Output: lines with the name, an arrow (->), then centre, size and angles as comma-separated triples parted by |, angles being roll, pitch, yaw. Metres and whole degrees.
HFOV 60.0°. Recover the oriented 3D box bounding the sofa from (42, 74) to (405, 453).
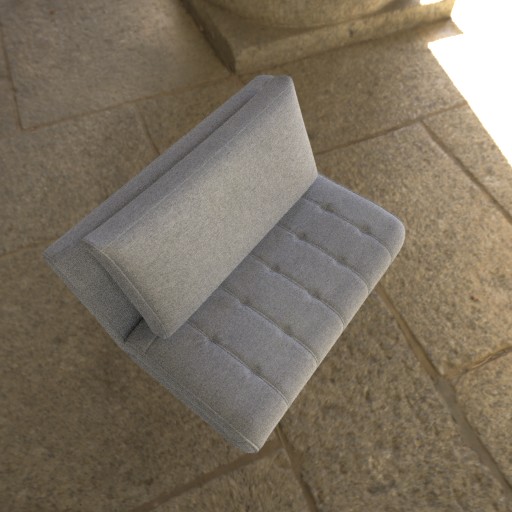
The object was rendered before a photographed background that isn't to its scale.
sofa -> 0.000, 0.000, 1.866 | 0.910, 0.910, 1.220 | 33, 63, 19
